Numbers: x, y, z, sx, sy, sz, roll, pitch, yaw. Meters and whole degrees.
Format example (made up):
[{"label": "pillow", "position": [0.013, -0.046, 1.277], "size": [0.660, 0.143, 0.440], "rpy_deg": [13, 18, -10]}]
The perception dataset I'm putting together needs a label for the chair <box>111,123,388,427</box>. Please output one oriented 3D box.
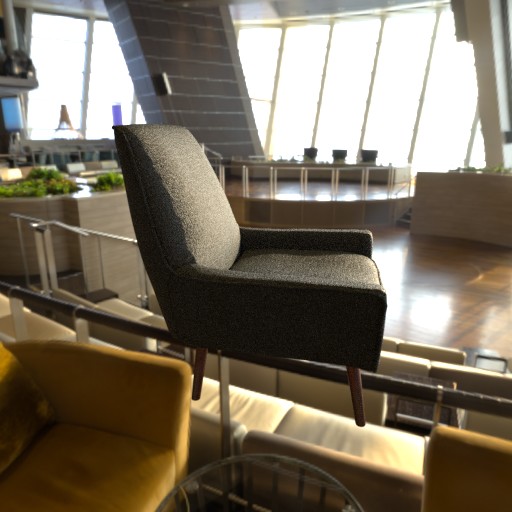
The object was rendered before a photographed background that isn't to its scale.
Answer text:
[{"label": "chair", "position": [0.000, 0.000, 1.542], "size": [0.859, 0.883, 0.763], "rpy_deg": [3, 16, 11]}]
